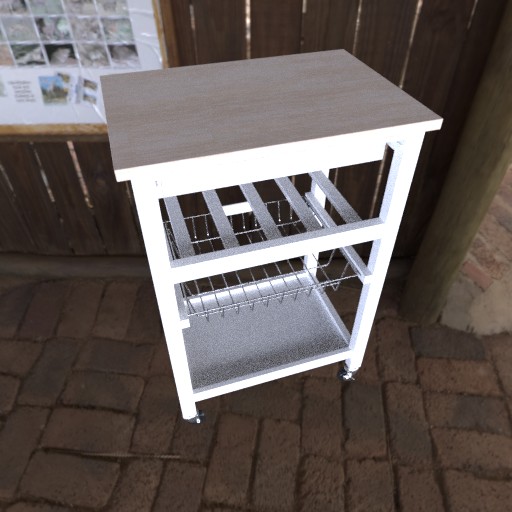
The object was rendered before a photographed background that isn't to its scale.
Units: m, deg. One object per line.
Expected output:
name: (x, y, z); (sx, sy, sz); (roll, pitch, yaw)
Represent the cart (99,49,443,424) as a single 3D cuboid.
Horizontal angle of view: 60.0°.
cart: (0.000, 0.000, 1.163); (0.578, 0.857, 0.406); (-12, 44, -13)
